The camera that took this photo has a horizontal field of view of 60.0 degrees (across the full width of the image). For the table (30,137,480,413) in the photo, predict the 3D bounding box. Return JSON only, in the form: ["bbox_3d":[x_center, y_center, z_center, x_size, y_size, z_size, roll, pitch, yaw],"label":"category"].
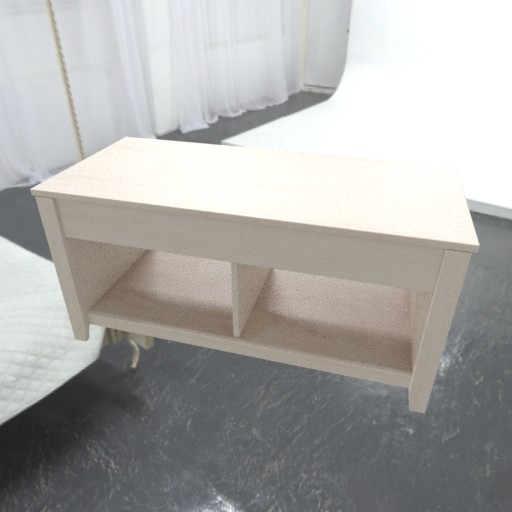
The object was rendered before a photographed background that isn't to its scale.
[{"bbox_3d":[0.000,0.000,1.276,1.016,0.483,0.457,8,32,13],"label":"table"}]
